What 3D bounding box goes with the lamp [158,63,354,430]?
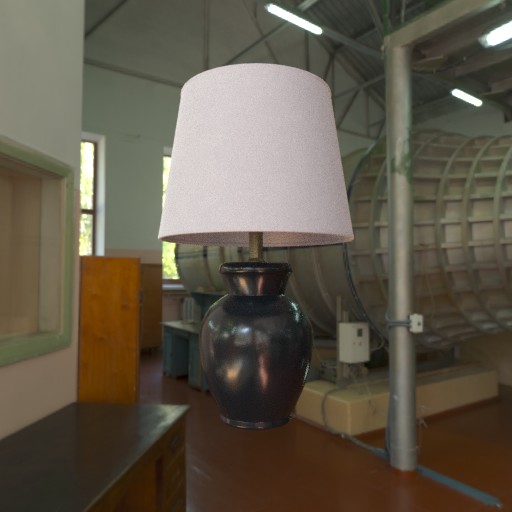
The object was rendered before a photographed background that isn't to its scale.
[{"bbox_3d":[0.000,0.000,0.553,0.239,0.399,0.239,0,-2,0],"label":"lamp"}]
